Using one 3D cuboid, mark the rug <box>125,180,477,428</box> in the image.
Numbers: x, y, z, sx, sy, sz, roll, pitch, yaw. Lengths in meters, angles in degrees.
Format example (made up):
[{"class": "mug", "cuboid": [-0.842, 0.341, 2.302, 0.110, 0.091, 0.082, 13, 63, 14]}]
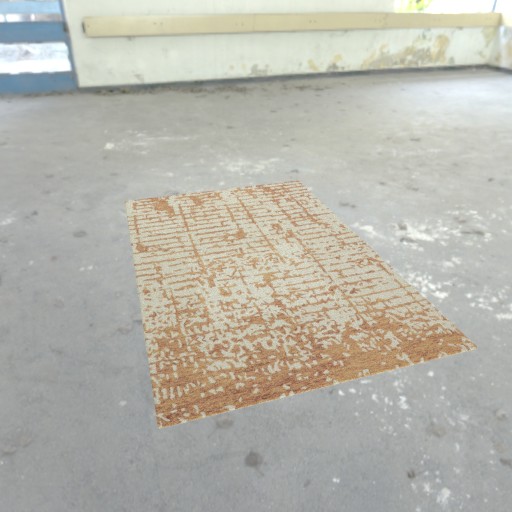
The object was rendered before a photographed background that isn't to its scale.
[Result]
[{"class": "rug", "cuboid": [0.000, 0.000, 2.297, 1.219, 0.011, 1.829, -9, 32, -15]}]
